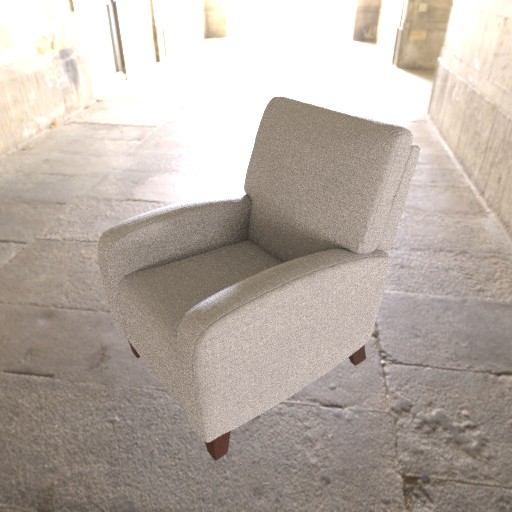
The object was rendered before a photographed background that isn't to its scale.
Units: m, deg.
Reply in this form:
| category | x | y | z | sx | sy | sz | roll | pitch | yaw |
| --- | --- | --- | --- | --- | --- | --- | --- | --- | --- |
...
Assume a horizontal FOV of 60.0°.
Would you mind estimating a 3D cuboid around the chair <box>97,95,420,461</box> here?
| category | x | y | z | sx | sy | sz | roll | pitch | yaw |
| --- | --- | --- | --- | --- | --- | --- | --- | --- | --- |
| chair | 0.000 | 0.000 | 1.682 | 0.990 | 0.990 | 0.762 | -23 | 39 | -31 |
